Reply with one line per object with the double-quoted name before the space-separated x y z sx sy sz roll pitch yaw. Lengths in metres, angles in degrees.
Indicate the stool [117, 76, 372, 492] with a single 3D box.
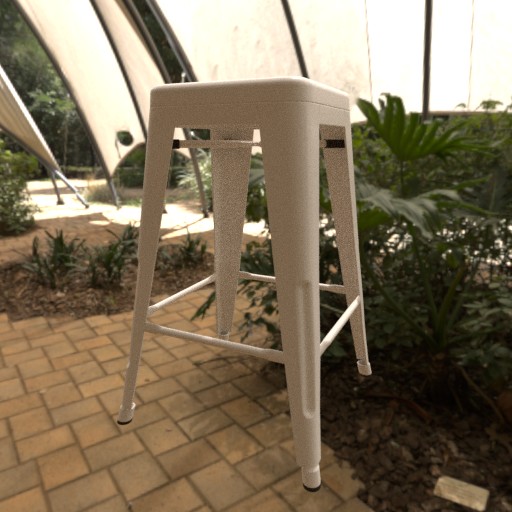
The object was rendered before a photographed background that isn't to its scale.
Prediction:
"stool" 0.000 0.000 0.861 0.406 0.610 0.406 7 16 25
